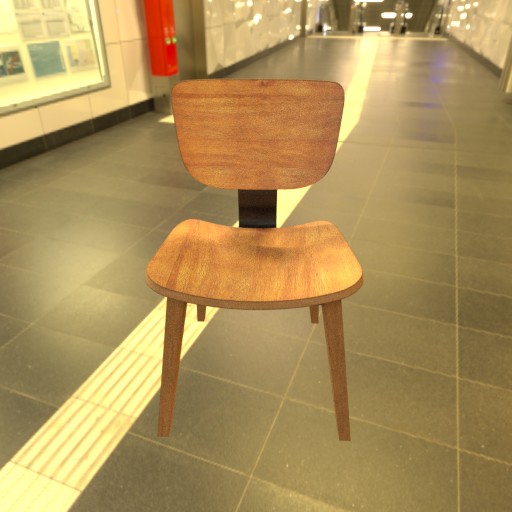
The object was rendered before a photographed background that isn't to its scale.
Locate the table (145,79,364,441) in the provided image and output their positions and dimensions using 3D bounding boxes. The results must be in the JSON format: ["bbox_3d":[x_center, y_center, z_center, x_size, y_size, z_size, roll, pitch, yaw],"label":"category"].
[{"bbox_3d":[0.000,0.000,1.150,0.499,0.805,0.500,1,30,1],"label":"table"}]
